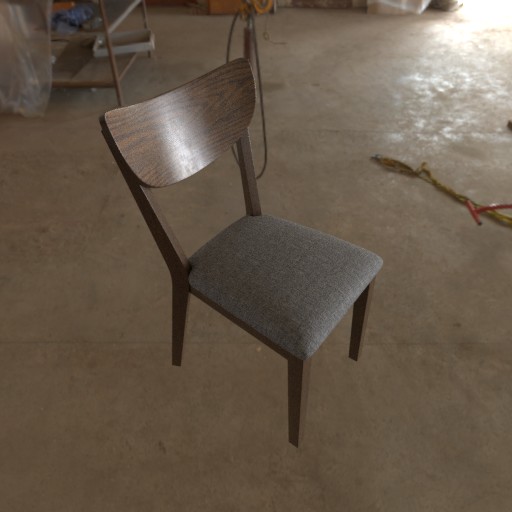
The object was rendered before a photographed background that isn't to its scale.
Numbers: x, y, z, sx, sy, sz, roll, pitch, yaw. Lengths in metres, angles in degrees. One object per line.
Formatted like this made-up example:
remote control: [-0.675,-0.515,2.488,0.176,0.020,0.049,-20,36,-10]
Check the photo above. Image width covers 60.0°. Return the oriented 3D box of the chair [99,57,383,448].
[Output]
chair: [0.000,0.000,1.212,0.583,0.849,0.491,26,47,27]
